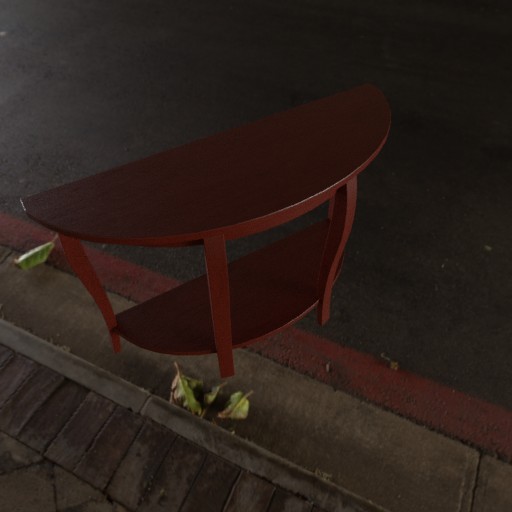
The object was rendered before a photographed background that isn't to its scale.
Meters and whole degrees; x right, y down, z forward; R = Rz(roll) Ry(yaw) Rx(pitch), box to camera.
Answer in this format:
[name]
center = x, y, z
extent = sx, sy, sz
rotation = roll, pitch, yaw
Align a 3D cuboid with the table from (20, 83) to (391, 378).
[table]
center = 0.000, 0.000, 1.561
extent = 1.219, 0.779, 0.405
rotation = -25, 52, -21
